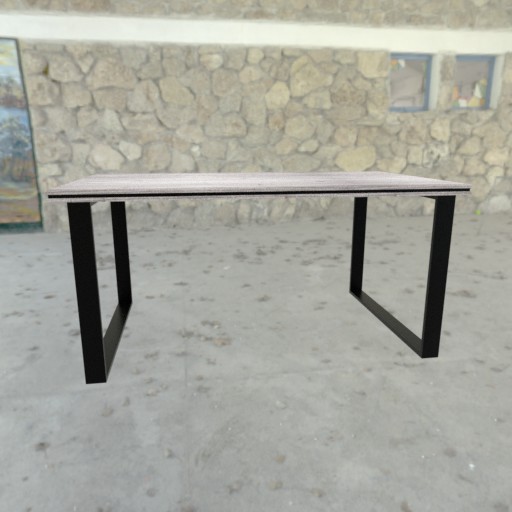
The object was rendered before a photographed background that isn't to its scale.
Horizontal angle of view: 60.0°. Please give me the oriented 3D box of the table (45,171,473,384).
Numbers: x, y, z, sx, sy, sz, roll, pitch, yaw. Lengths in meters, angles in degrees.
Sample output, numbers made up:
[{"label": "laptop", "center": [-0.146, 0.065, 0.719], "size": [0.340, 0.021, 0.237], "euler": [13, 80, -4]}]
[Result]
[{"label": "table", "center": [0.000, 0.000, 2.130], "size": [1.579, 0.736, 0.881], "euler": [-2, 14, -8]}]
